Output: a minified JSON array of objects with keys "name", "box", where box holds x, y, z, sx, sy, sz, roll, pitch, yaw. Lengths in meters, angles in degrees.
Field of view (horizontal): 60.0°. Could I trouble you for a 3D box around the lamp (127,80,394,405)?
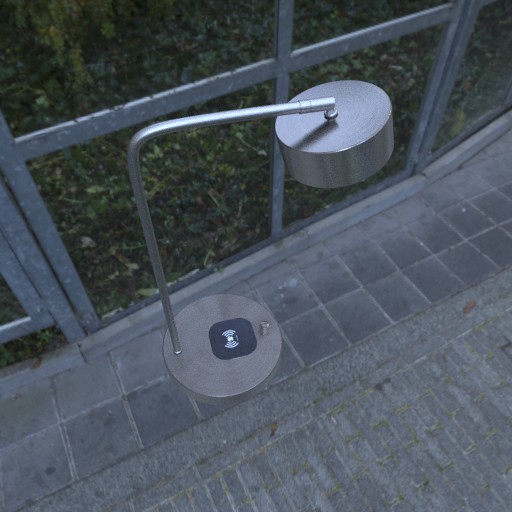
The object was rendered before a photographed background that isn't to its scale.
[{"name":"lamp","box":[0.000,0.000,0.647,0.334,0.469,0.211,-11,48,-10]}]
